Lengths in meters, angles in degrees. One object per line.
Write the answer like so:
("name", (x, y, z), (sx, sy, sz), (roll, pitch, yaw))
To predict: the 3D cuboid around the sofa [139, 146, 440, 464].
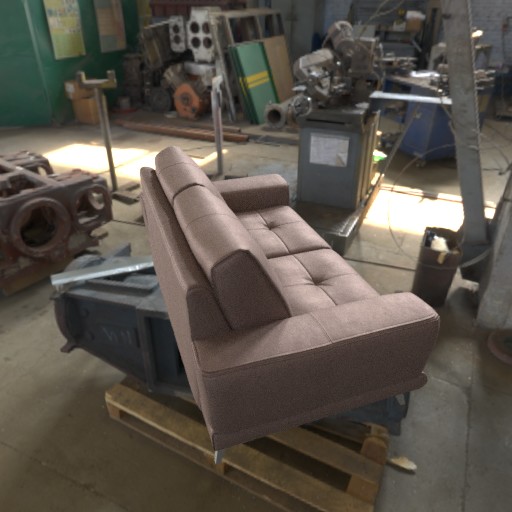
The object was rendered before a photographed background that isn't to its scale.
("sofa", (0.000, 0.000, 2.400), (1.018, 0.907, 1.806), (-10, 32, -17))
